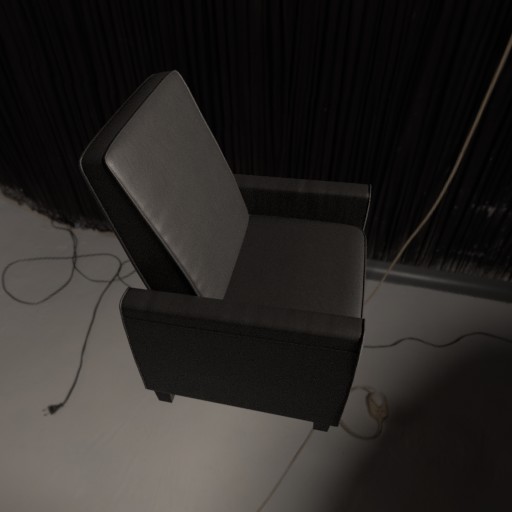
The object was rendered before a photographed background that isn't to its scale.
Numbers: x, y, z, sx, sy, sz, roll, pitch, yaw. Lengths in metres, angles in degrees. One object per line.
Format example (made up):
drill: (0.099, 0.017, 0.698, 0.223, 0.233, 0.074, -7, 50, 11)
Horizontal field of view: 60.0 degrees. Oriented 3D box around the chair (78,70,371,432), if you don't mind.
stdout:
chair: (0.000, 0.000, 1.480, 0.746, 1.013, 0.705, 8, 46, 8)
